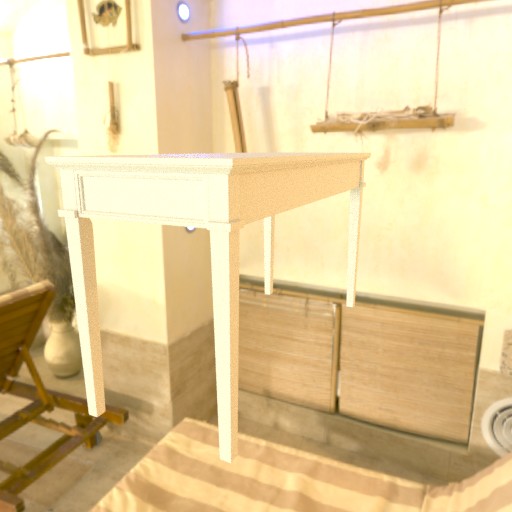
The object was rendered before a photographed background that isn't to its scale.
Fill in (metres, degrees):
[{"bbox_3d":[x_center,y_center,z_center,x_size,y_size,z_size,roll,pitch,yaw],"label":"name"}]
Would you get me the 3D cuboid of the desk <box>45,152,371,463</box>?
[{"bbox_3d":[0.000,0.000,1.727,0.559,0.774,1.372,7,15,25],"label":"desk"}]
